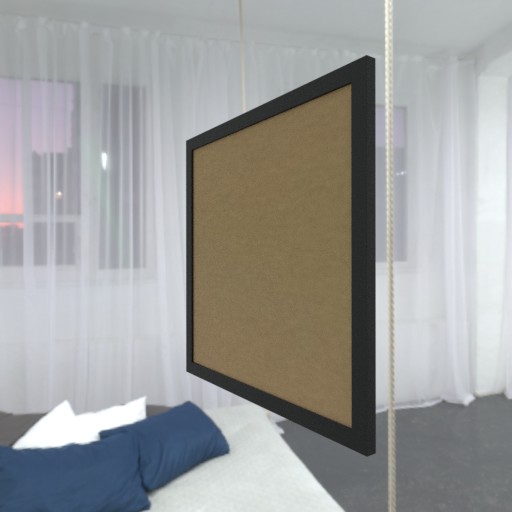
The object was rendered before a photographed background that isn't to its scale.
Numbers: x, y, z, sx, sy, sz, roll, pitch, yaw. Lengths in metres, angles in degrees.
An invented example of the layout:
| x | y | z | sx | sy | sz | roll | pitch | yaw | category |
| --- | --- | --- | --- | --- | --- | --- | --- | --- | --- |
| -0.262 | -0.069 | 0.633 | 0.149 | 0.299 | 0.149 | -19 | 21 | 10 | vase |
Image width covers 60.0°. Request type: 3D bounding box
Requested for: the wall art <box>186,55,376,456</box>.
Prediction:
| x | y | z | sx | sy | sz | roll | pitch | yaw | category |
| --- | --- | --- | --- | --- | --- | --- | --- | --- | --- |
| 0.000 | 0.000 | 0.543 | 0.012 | 0.357 | 0.358 | 0 | 0 | -35 | wall art |
